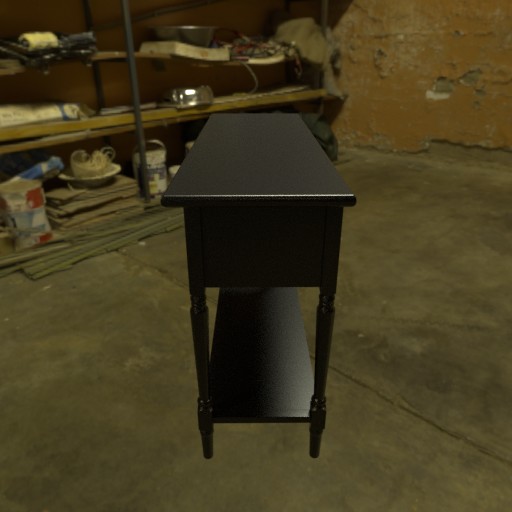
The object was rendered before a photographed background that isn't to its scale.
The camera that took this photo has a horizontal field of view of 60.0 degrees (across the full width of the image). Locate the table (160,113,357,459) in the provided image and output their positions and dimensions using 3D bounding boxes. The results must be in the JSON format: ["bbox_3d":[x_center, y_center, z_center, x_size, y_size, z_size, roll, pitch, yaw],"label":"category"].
[{"bbox_3d":[0.000,0.000,1.576,0.386,0.819,1.191,0,25,0],"label":"table"}]
